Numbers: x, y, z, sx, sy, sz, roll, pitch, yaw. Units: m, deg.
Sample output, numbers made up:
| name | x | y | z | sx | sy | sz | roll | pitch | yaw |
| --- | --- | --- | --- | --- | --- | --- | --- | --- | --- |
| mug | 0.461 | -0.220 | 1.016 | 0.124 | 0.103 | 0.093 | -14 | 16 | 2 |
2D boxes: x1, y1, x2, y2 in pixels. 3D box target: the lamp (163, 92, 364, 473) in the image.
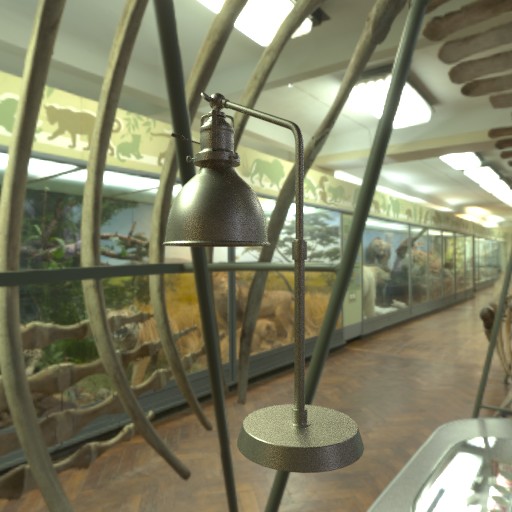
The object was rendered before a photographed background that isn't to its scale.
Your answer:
| name | x | y | z | sx | sy | sz | roll | pitch | yaw |
| --- | --- | --- | --- | --- | --- | --- | --- | --- | --- |
| lamp | 0.000 | 0.000 | 0.581 | 0.286 | 0.456 | 0.153 | 0 | 0 | 37 |
